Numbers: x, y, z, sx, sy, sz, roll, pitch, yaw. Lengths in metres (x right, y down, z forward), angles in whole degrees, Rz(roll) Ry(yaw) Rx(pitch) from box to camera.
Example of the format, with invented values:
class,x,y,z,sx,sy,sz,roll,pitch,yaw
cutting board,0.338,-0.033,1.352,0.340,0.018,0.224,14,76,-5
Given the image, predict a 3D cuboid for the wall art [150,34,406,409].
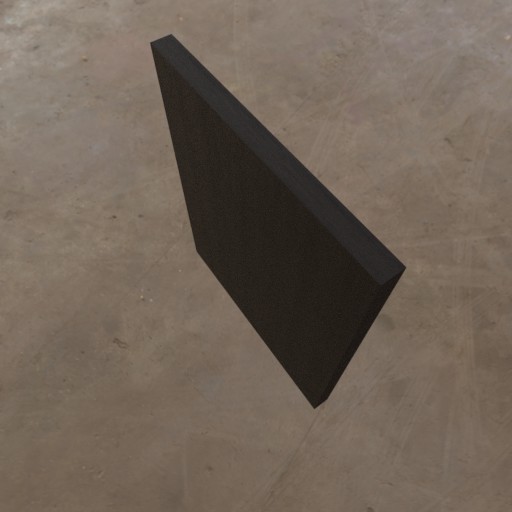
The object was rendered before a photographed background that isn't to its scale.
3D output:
class,x,y,z,sx,sy,sz,roll,pitch,yaw
wall art,0.000,0.000,0.754,0.034,0.552,0.455,-31,64,-17
